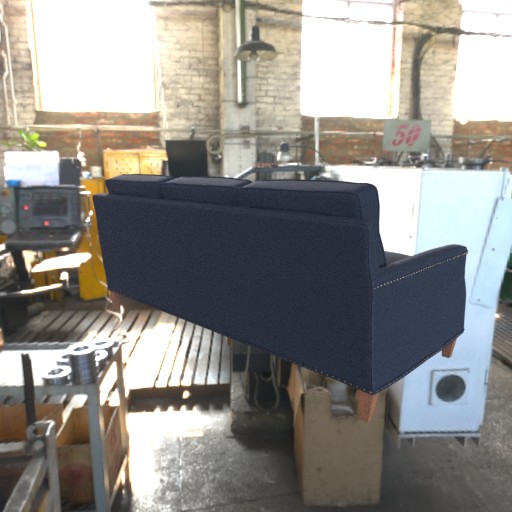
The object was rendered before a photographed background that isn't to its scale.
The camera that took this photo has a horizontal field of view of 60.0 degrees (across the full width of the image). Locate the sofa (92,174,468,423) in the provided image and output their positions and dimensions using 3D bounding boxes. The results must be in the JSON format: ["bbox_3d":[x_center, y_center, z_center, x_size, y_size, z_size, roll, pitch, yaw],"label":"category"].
[{"bbox_3d":[0.000,0.000,2.793,2.246,1.003,1.084,11,16,43],"label":"sofa"}]
